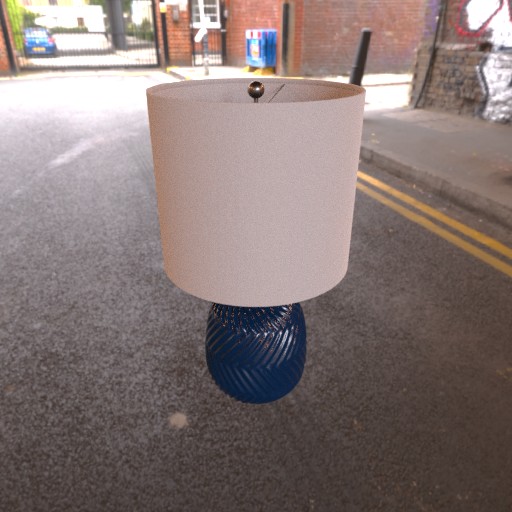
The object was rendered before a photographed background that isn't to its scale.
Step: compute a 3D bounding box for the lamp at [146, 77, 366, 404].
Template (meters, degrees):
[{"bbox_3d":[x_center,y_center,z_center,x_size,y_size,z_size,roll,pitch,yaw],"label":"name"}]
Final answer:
[{"bbox_3d":[0.000,0.000,0.498,0.203,0.368,0.203,9,28,17],"label":"lamp"}]
